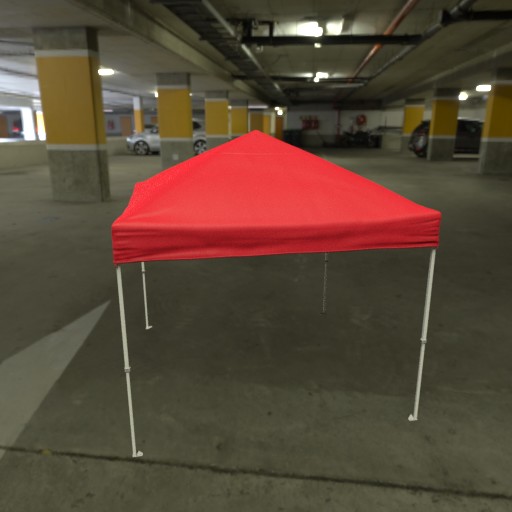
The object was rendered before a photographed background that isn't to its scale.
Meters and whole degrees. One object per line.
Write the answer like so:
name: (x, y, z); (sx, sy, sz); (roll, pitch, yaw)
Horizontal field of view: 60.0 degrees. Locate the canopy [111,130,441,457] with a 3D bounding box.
canopy: (0.000, 0.000, 5.478); (2.998, 2.997, 2.996); (-3, 16, -11)
